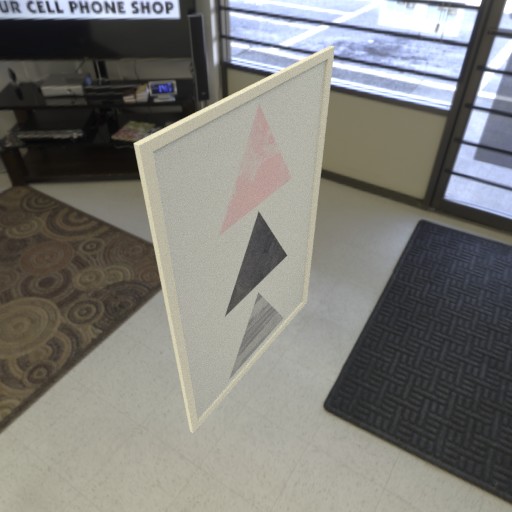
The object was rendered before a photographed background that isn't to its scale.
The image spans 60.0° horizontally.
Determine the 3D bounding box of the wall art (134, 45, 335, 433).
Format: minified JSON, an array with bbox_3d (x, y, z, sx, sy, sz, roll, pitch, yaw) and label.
[{"bbox_3d":[0.000,0.000,1.225,0.013,0.940,0.659,25,47,26],"label":"wall art"}]
